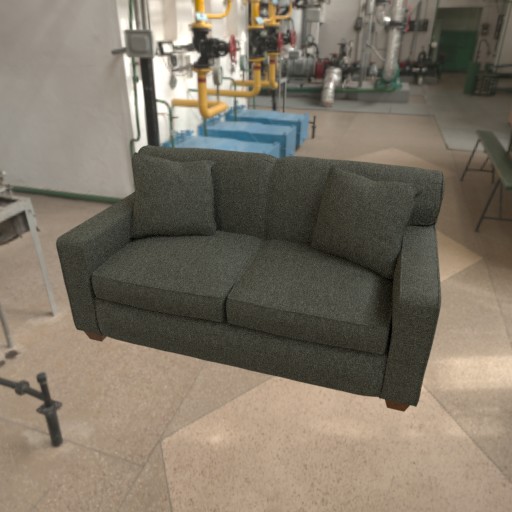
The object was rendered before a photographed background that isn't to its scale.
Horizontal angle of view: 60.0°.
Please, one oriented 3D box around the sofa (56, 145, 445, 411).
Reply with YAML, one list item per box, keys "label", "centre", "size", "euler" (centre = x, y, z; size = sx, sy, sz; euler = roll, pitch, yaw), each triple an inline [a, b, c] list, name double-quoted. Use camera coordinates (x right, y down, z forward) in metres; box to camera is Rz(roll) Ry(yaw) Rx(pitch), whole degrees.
- label: "sofa"
  centre: [0.000, 0.000, 2.438]
  size: [1.846, 0.958, 0.998]
  euler: [9, 29, 16]
